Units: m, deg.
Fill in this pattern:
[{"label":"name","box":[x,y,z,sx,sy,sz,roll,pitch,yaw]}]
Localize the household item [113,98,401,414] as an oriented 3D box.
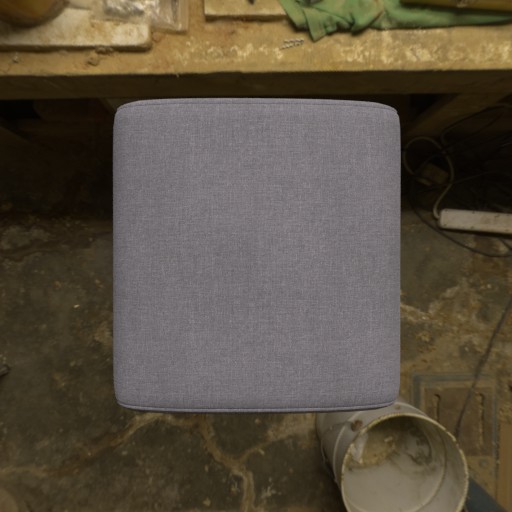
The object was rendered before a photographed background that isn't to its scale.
[{"label":"household item","box":[0.000,0.000,0.891,0.530,0.410,0.530,0,90,-1]}]
